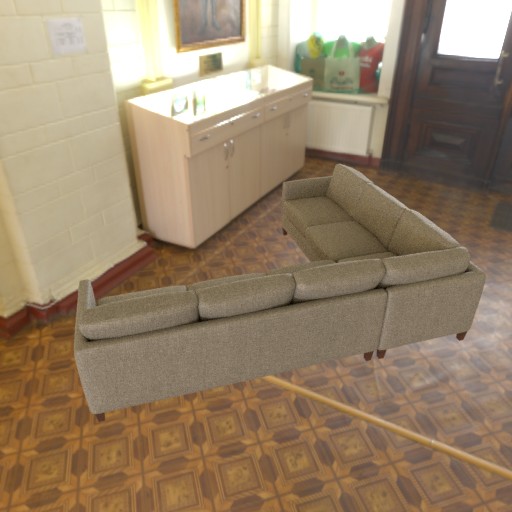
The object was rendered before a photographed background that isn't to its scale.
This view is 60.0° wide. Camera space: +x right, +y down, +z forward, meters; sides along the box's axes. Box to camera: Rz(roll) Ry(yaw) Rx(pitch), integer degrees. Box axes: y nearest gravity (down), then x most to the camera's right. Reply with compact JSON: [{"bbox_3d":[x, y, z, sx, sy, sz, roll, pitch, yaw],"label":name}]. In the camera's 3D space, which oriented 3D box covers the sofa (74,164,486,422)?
[{"bbox_3d":[0.000,0.000,4.456,3.302,0.947,2.593,-9,31,-14],"label":"sofa"}]
